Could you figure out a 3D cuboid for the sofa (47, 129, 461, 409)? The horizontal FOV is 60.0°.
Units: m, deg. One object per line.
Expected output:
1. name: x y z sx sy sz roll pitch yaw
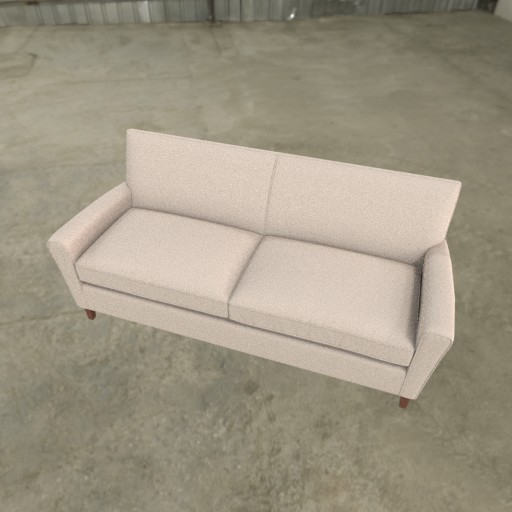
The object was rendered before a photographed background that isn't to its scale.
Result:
1. sofa: 0.000 0.000 2.434 2.000 0.846 0.875 12 43 14
